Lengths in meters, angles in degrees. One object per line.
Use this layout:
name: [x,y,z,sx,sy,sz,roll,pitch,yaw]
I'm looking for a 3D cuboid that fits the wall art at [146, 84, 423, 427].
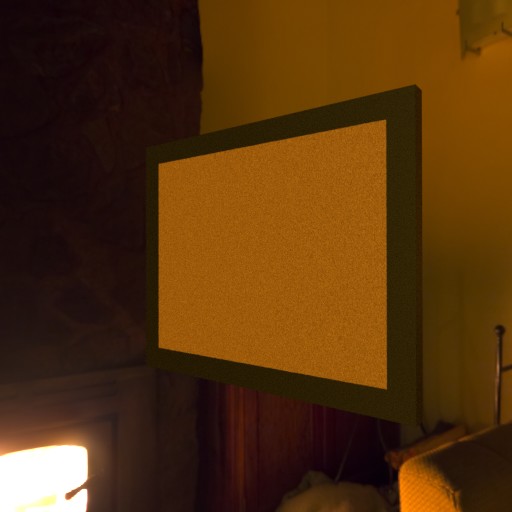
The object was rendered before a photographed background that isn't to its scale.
wall art: [0.000,0.000,0.774,0.561,0.460,0.028,0,0,37]
